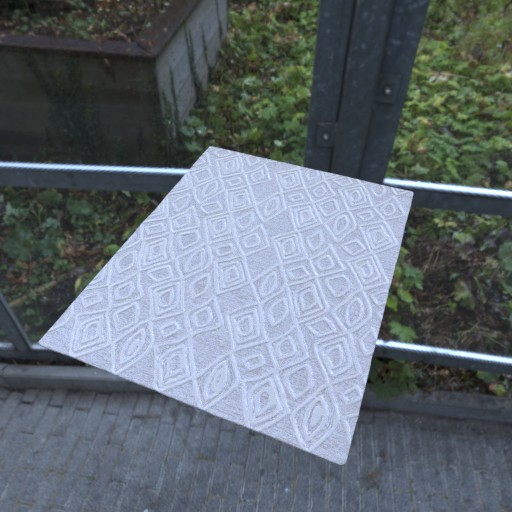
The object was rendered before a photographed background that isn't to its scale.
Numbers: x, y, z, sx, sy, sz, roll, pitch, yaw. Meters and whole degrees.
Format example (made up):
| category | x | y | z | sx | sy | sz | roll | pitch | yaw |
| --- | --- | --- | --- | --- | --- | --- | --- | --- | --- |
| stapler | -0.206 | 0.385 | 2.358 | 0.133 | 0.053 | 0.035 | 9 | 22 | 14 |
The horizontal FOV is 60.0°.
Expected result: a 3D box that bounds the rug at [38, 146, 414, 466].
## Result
| category | x | y | z | sx | sy | sz | roll | pitch | yaw |
| --- | --- | --- | --- | --- | --- | --- | --- | --- | --- |
| rug | 0.000 | 0.000 | 4.106 | 2.449 | 0.025 | 3.049 | 16 | 48 | 15 |
